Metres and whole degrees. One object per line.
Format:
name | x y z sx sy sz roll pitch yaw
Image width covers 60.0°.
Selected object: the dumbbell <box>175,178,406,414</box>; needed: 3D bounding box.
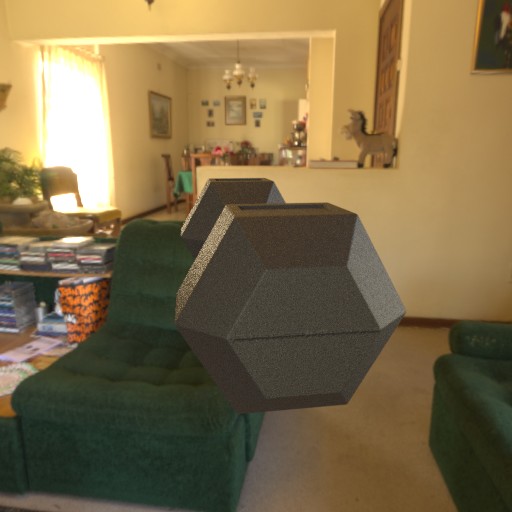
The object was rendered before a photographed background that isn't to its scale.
dumbbell | 0.000 0.000 0.340 0.116 0.101 0.297 -2 14 -8
